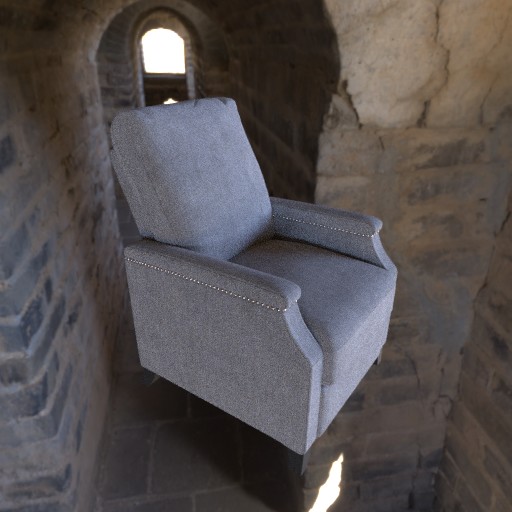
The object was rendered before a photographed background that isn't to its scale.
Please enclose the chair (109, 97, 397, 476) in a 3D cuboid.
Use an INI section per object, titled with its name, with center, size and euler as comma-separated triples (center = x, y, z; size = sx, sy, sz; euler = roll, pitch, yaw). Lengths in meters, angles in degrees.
[chair]
center = 0.000, 0.000, 1.642
size = 0.922, 1.049, 0.710
euler = 17, 31, 31
